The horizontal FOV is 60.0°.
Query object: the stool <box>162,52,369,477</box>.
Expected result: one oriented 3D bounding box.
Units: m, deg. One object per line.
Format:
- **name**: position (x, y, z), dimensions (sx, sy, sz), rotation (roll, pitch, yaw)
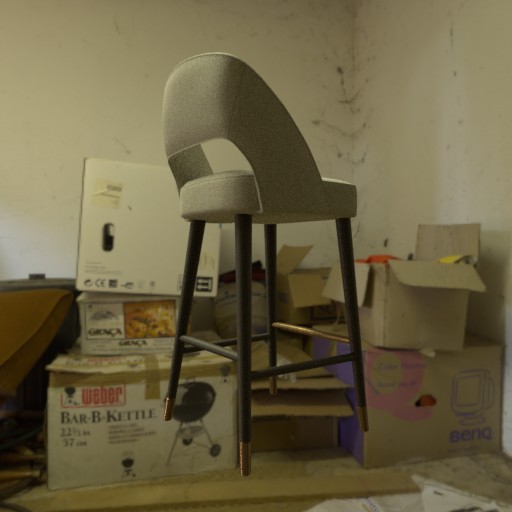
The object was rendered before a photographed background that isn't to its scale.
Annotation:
- **stool**: position (0.000, 0.000, 1.335), dimensions (0.509, 1.037, 0.494), rotation (0, 1, -37)
